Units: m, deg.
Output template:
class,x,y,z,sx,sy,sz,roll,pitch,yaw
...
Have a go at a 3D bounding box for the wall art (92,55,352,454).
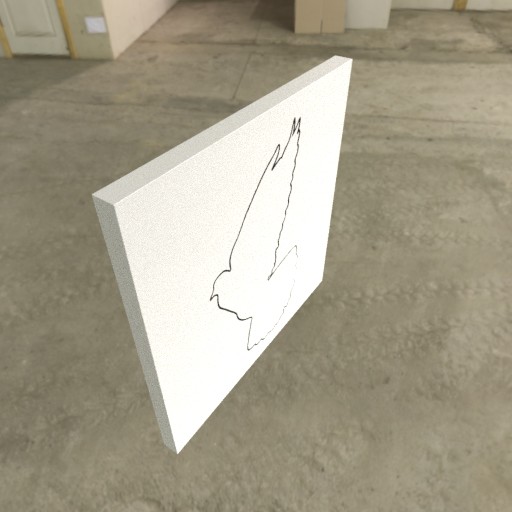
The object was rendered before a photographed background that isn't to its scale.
class,x,y,z,sx,sy,sz,roll,pitch,yaw
wall art,0.000,0.000,0.892,0.038,0.610,0.610,25,47,25
